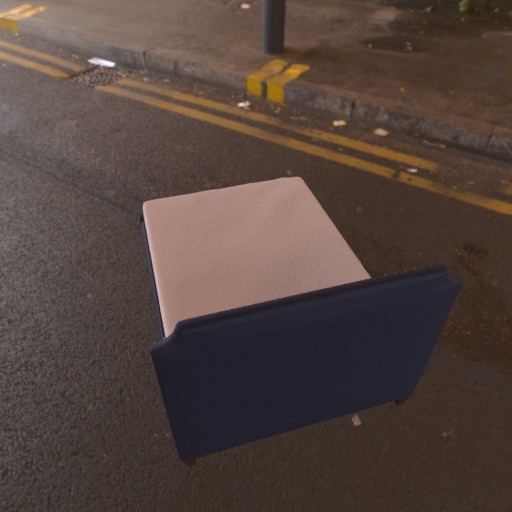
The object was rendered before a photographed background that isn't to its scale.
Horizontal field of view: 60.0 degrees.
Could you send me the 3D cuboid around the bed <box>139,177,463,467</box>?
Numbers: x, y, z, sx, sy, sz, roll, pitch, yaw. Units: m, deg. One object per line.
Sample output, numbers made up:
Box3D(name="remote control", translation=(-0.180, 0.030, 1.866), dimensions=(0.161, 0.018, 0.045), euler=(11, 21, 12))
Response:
Box3D(name="bed", translation=(0.000, 0.000, 3.465), dimensions=(1.712, 1.443, 2.372), euler=(-11, 43, -12))
